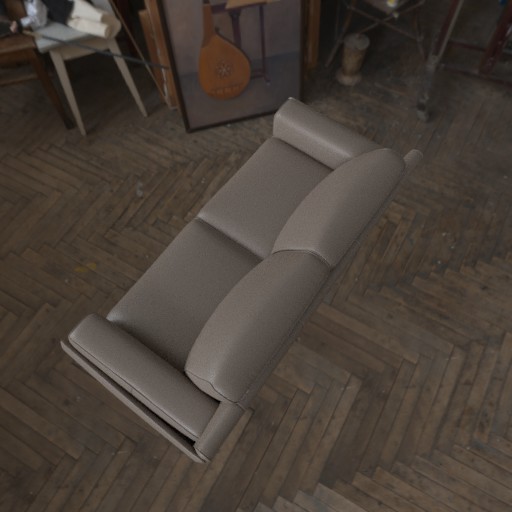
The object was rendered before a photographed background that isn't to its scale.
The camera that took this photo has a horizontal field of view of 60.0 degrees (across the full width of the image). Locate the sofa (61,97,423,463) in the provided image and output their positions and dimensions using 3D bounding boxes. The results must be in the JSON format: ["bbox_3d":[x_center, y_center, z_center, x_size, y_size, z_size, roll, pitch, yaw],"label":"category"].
[{"bbox_3d":[0.000,0.000,2.572,1.049,0.930,2.101,33,68,15],"label":"sofa"}]
